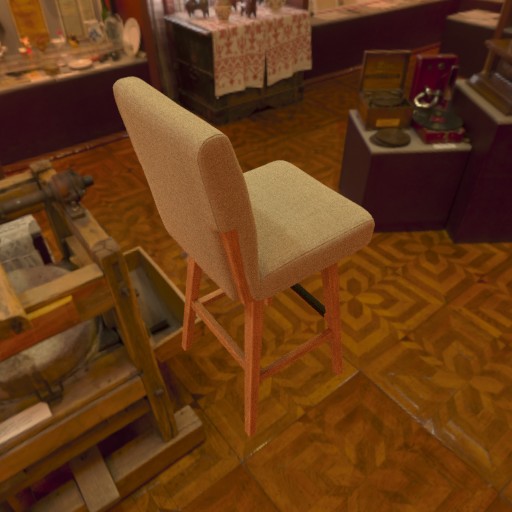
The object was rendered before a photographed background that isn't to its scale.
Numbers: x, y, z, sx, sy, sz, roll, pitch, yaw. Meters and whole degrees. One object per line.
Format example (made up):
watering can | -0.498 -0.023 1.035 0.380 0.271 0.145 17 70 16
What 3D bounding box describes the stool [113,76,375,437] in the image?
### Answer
stool | 0.000 0.000 1.407 0.569 1.106 0.483 -25 46 -27
